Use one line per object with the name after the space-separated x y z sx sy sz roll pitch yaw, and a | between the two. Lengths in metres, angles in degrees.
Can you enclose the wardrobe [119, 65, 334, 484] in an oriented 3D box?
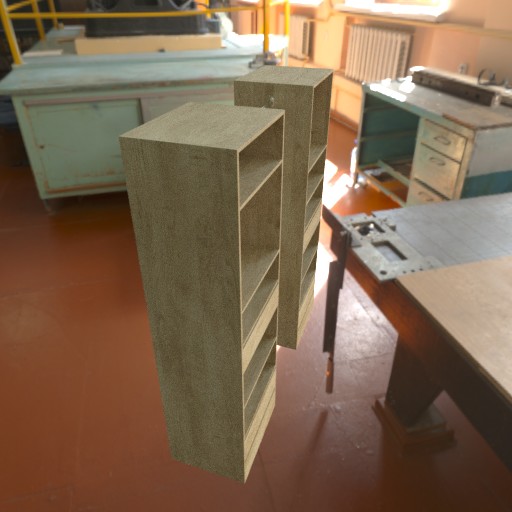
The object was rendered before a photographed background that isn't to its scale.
0.000 0.000 2.842 0.480 2.000 1.770 10 33 16 | wardrobe
